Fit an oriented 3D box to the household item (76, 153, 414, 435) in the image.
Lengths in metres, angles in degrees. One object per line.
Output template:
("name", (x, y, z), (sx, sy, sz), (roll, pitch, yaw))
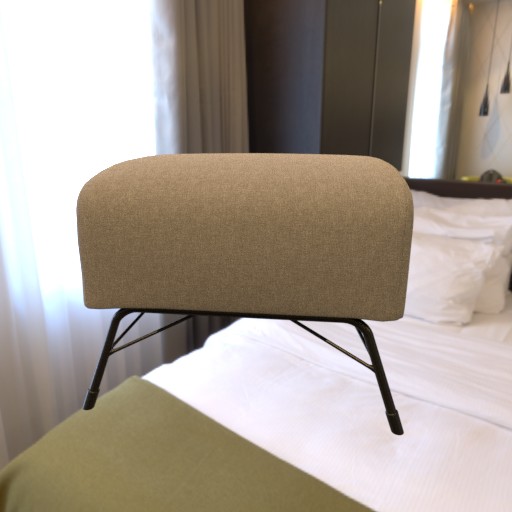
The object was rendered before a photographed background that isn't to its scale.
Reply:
("household item", (0.000, 0.000, 0.913), (0.530, 0.410, 0.530), (2, 16, 7))
